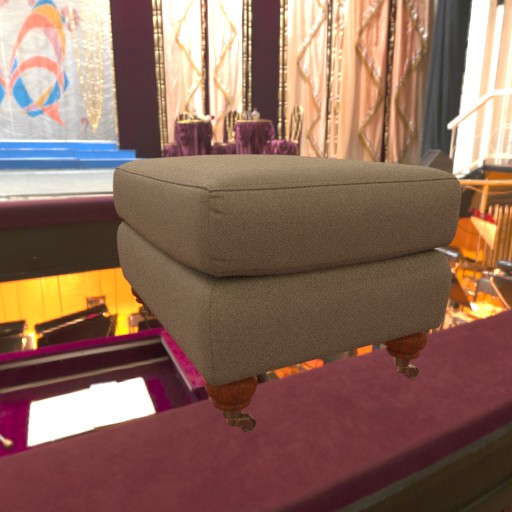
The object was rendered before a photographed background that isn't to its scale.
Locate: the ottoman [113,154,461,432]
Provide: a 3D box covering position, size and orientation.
[{"bbox_3d":[0.000,0.000,1.122,0.569,0.499,0.773,-7,16,-26],"label":"ottoman"}]
